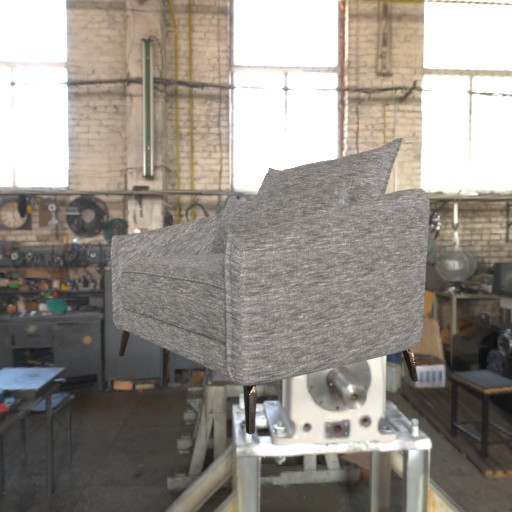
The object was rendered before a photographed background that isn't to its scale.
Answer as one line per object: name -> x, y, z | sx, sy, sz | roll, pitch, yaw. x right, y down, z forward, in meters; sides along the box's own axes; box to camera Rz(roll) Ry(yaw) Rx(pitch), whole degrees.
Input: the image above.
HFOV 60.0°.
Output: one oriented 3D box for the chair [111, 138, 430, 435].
chair -> 0.000, 0.000, 1.662 | 0.805, 0.842, 1.004 | -1, 2, -36
